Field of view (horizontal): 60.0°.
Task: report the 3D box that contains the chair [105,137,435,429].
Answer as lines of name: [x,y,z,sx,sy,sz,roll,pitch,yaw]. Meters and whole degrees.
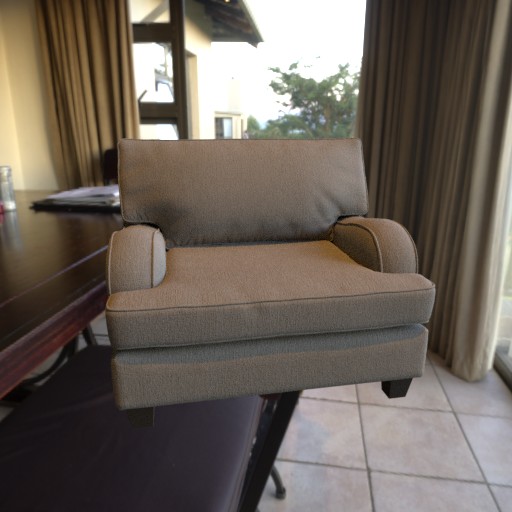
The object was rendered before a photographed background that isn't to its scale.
chair: [0.000,0.000,2.000,1.220,1.016,1.041,-3,17,-10]
